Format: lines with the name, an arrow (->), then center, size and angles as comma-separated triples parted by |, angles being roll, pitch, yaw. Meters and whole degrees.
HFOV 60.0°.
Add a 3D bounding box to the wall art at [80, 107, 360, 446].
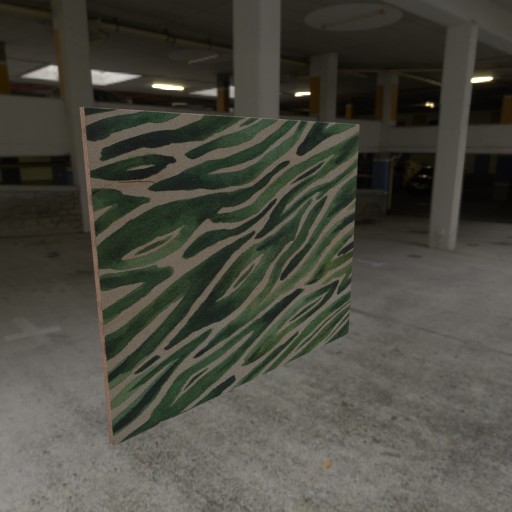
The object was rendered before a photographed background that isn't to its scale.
wall art -> 0.000, 0.000, 0.686 | 0.508, 0.408, 0.012 | -13, 19, -42
